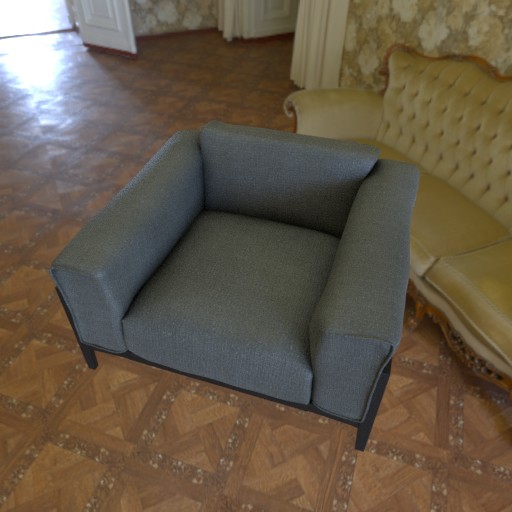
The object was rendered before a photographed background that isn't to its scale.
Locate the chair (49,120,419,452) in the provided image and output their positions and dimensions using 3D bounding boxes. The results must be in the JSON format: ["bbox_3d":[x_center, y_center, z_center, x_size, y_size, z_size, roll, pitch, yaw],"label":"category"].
[{"bbox_3d":[0.000,0.000,1.671,1.056,0.646,0.969,12,43,13],"label":"chair"}]
